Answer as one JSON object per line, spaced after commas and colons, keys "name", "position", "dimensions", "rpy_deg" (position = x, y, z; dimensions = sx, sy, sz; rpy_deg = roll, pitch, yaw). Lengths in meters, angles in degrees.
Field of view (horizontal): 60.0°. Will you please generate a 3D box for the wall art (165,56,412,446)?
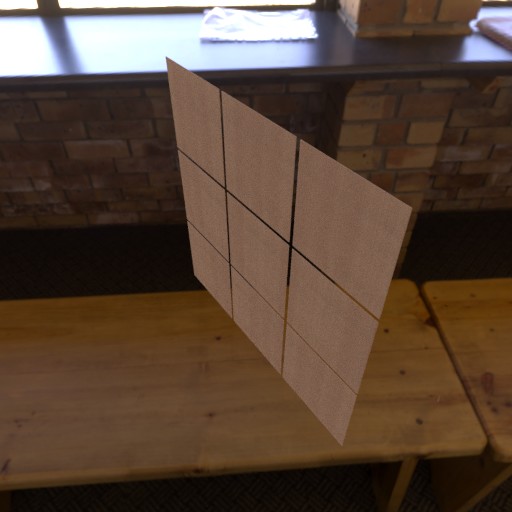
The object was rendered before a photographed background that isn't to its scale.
{"name": "wall art", "position": [0.000, 0.000, 2.212], "dimensions": [0.002, 1.505, 1.517], "rpy_deg": [-26, 49, -25]}
